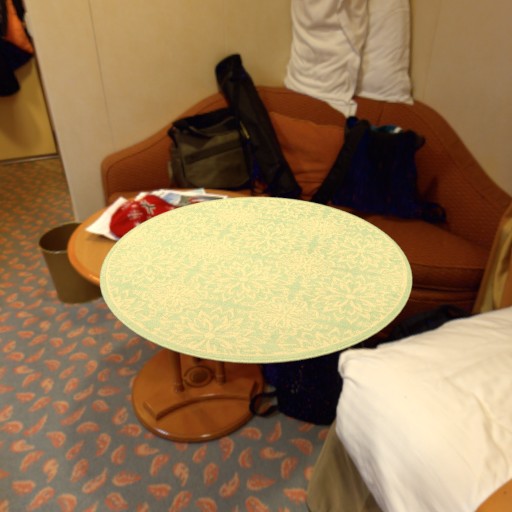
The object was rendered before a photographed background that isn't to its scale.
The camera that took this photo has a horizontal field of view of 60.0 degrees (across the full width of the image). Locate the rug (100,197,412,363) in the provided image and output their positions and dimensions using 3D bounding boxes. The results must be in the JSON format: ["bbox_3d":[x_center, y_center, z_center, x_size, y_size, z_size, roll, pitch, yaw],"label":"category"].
[{"bbox_3d":[0.000,0.000,2.361,1.593,0.012,1.593,0,30,0],"label":"rug"}]
